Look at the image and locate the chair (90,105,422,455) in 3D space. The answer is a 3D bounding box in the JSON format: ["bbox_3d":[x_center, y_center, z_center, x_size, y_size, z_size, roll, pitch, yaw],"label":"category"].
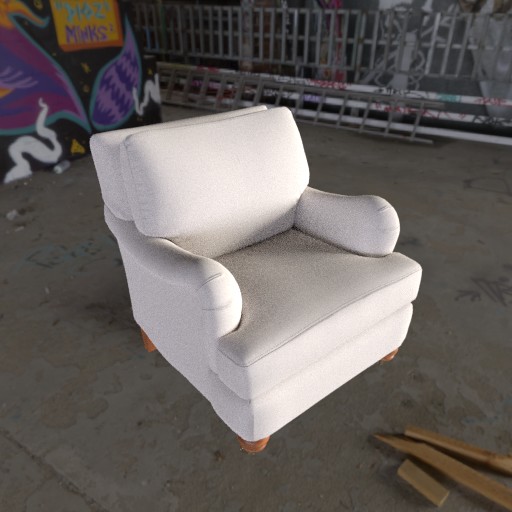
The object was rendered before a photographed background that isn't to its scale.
[{"bbox_3d":[0.000,0.000,1.867,0.955,1.038,1.070,-22,37,-32],"label":"chair"}]
